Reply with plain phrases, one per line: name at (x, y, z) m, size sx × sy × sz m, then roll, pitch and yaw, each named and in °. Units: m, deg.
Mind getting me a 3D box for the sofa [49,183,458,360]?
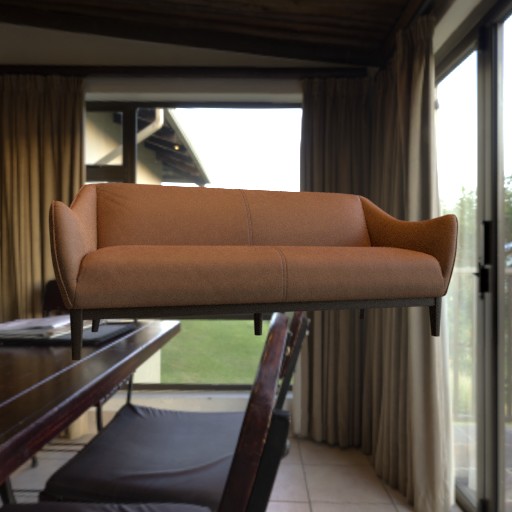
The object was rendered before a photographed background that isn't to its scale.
sofa at (0.000, 0.000, 2.365) m, size 1.928 × 0.830 × 0.869 m, roll 0°, pitch 0°, yaw -17°
